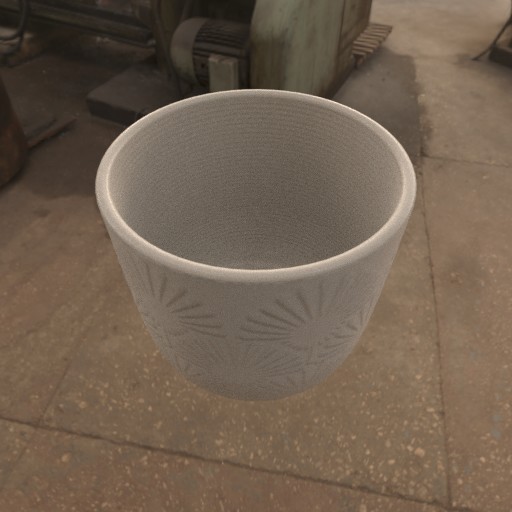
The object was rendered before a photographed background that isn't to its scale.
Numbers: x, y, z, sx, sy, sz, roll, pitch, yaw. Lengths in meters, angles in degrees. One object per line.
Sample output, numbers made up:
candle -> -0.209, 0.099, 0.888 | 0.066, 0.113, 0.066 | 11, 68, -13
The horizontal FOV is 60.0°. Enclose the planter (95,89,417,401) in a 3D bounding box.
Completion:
planter -> 0.000, 0.000, 0.214 | 0.124, 0.109, 0.124 | 0, 46, 0
